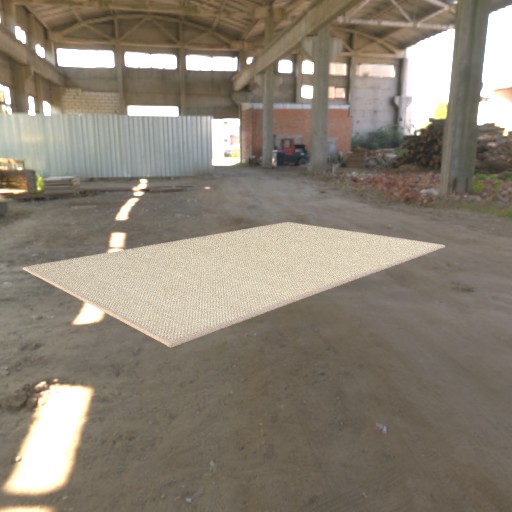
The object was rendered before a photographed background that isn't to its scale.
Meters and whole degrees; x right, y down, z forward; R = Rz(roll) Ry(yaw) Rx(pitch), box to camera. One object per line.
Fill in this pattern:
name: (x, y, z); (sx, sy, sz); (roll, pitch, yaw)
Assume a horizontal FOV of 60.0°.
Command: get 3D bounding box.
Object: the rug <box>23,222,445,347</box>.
rug: (0.000, 0.000, 2.047); (1.067, 0.013, 1.676); (13, 19, 43)
